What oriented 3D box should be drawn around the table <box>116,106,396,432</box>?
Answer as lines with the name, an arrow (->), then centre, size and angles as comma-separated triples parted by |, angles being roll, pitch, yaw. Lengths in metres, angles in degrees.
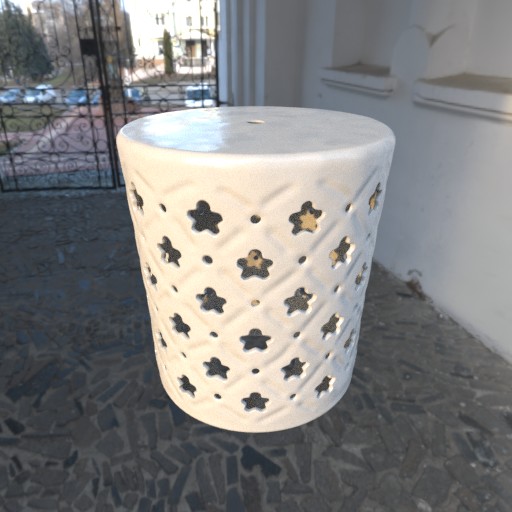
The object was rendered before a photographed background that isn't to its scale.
table -> 0.000, 0.000, 0.658 | 0.352, 0.387, 0.352 | 0, 26, 0
